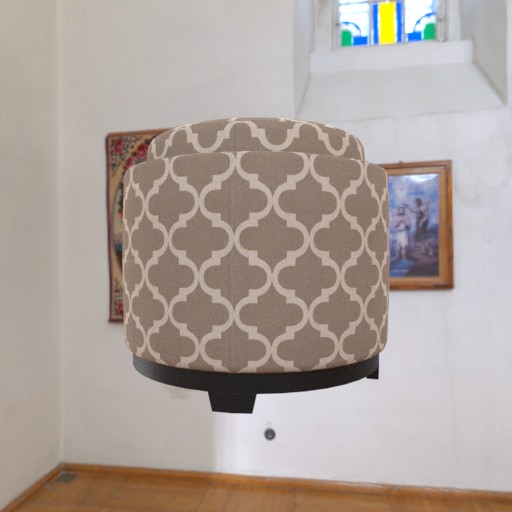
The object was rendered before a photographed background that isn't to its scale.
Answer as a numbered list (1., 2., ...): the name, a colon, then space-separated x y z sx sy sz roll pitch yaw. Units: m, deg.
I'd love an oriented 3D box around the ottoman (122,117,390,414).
1. ottoman: 0.000 0.000 0.832 0.480 0.429 0.480 0 1 0
